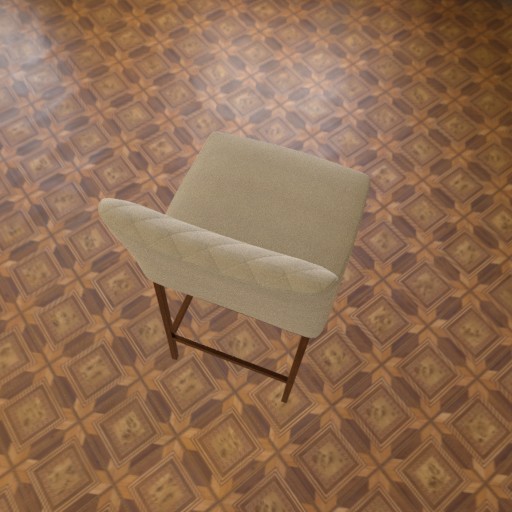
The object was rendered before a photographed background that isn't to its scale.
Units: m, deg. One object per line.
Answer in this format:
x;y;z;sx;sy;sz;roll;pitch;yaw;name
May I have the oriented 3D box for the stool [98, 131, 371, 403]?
0.000;0.000;1.302;0.507;0.973;0.576;19;65;9;stool
